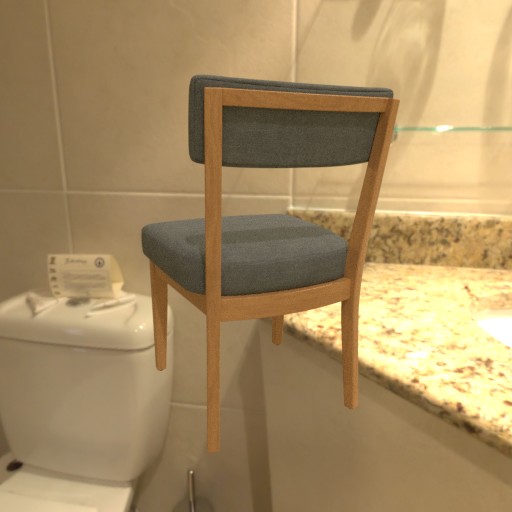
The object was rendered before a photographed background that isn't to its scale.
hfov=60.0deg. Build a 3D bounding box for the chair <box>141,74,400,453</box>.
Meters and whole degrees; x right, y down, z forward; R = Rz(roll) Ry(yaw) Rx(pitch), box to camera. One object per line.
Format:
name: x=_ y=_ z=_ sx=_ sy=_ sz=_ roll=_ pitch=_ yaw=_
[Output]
chair: x=0.000 y=0.000 z=1.201 sx=0.508 sy=0.832 sz=0.572 roll=-7 pitch=15 yaw=-25
